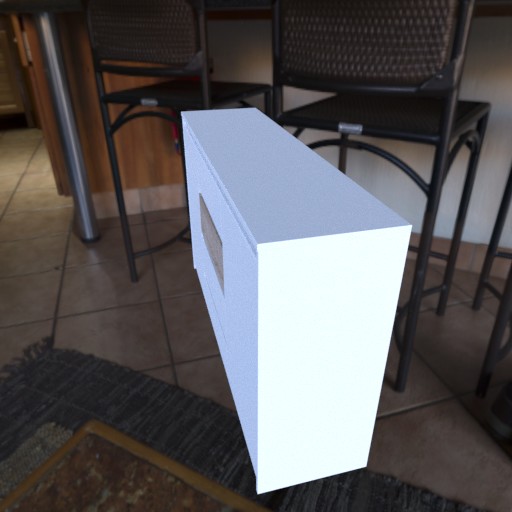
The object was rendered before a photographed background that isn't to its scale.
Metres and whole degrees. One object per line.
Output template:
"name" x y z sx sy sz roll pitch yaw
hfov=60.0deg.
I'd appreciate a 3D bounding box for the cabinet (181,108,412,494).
"cabinet" 0.000 0.000 1.837 0.380 0.900 1.450 -7 30 -13
